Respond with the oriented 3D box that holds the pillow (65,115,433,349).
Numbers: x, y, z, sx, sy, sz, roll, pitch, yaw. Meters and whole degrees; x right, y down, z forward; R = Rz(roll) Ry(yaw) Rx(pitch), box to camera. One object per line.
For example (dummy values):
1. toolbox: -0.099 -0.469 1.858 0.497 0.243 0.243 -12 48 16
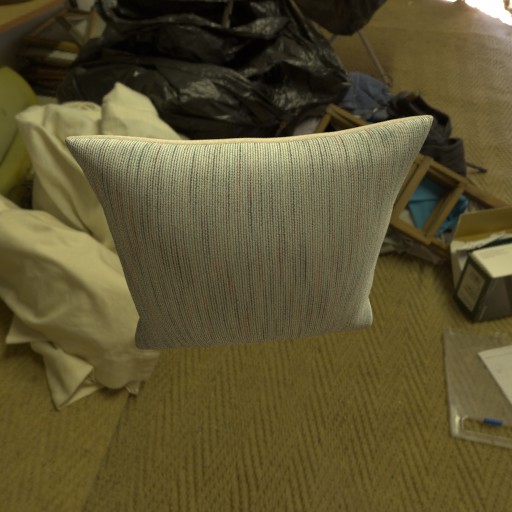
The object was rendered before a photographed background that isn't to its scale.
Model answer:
1. pillow: 0.000 0.000 0.781 0.512 0.506 0.178 -5 47 -4
